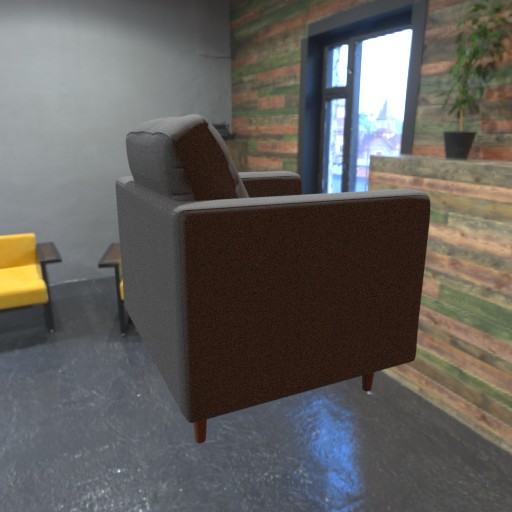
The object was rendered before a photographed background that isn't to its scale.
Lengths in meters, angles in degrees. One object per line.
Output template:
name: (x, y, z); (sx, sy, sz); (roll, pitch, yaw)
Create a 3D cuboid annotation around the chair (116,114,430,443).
chair: (0.000, 0.000, 1.550); (0.800, 0.927, 0.854); (-7, 17, -25)
